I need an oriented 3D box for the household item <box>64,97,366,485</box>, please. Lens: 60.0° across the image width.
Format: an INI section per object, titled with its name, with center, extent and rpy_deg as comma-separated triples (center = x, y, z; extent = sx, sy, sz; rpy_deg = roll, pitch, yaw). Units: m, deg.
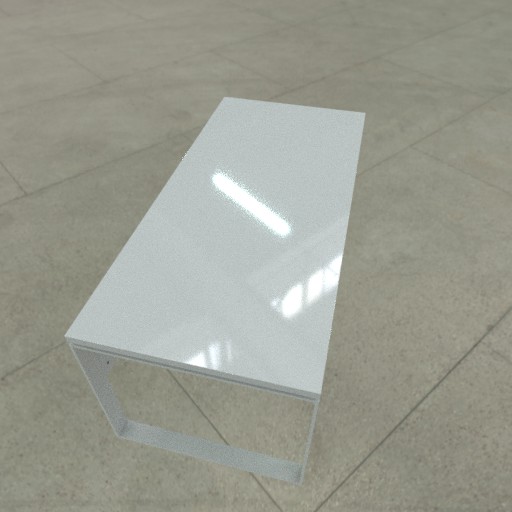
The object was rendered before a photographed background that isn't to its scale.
[household item]
center = 0.000, 0.000, 2.153
extent = 0.800, 0.745, 1.700
rpy_deg = 10, 46, 10
